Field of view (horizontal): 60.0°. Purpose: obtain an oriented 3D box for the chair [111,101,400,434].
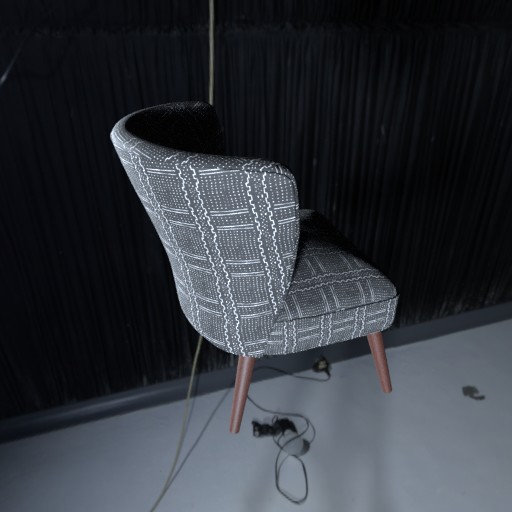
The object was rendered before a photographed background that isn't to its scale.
[{"bbox_3d":[0.000,0.000,1.409,0.758,0.866,0.710,-10,32,-16],"label":"chair"}]
